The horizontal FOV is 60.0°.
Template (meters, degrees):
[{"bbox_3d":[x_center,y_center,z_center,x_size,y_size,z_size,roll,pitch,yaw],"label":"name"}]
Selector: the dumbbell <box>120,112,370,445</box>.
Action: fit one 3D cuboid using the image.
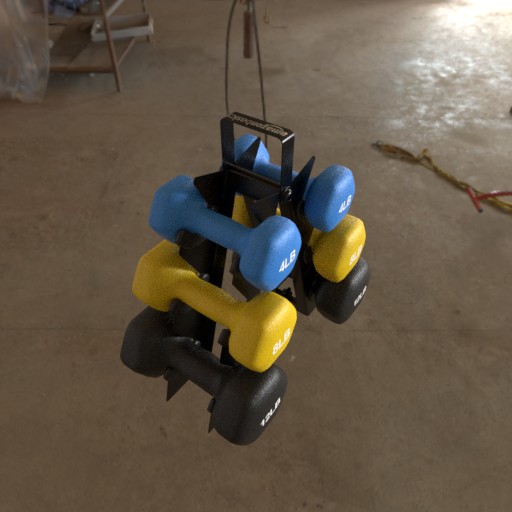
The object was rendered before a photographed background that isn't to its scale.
[{"bbox_3d":[0.000,0.000,0.673,0.255,0.426,0.409,27,49,26],"label":"dumbbell"}]
